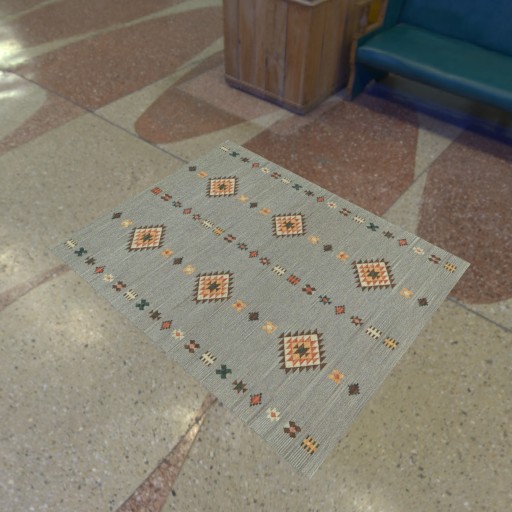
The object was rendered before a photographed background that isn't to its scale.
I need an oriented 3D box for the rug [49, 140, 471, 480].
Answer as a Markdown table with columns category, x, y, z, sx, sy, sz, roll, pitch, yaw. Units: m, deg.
| category | x | y | z | sx | sy | sz | roll | pitch | yaw |
| --- | --- | --- | --- | --- | --- | --- | --- | --- | --- |
| rug | 0.000 | 0.000 | 4.070 | 3.035 | 0.008 | 2.425 | 33 | 55 | 27 |
